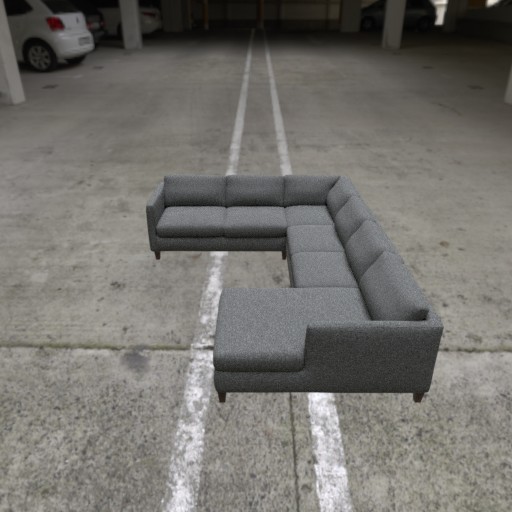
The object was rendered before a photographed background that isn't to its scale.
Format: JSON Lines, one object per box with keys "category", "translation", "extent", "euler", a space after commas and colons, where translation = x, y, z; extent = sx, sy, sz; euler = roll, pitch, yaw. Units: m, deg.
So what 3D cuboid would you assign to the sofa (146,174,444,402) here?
{"category": "sofa", "translation": [0.000, 0.000, 4.481], "extent": [2.551, 0.853, 3.238], "euler": [0, 27, 0]}
